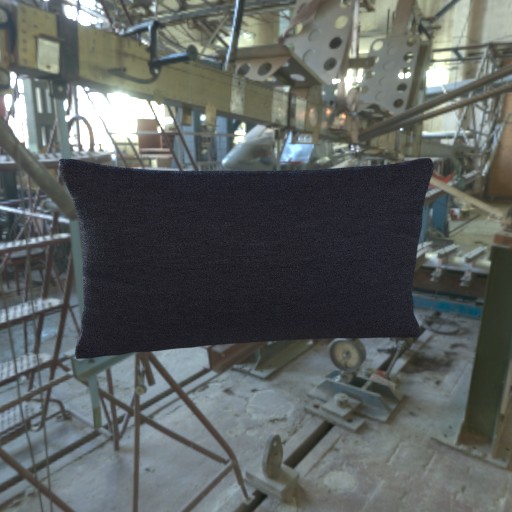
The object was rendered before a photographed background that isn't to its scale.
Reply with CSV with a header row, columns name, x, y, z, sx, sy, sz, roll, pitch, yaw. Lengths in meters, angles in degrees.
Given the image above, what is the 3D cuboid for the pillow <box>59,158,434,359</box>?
name,x,y,z,sx,sy,sz,roll,pitch,yaw
pillow,0.000,0.000,0.783,0.633,0.338,0.210,-2,14,-8
